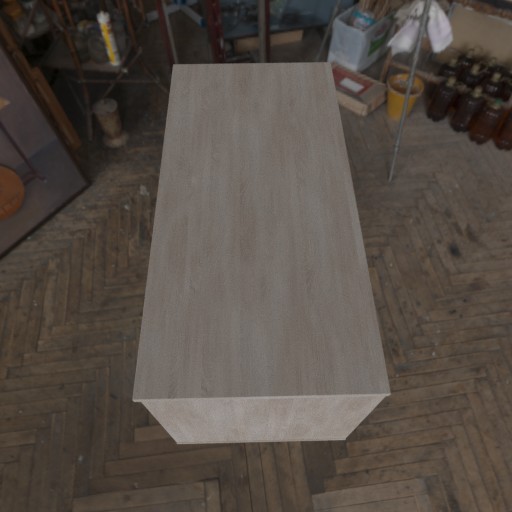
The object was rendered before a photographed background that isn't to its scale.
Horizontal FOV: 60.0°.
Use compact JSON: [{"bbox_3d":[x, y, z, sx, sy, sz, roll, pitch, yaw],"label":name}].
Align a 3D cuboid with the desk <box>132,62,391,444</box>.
[{"bbox_3d":[0.000,0.000,1.683,0.600,0.770,1.251,-1,58,-1],"label":"desk"}]
